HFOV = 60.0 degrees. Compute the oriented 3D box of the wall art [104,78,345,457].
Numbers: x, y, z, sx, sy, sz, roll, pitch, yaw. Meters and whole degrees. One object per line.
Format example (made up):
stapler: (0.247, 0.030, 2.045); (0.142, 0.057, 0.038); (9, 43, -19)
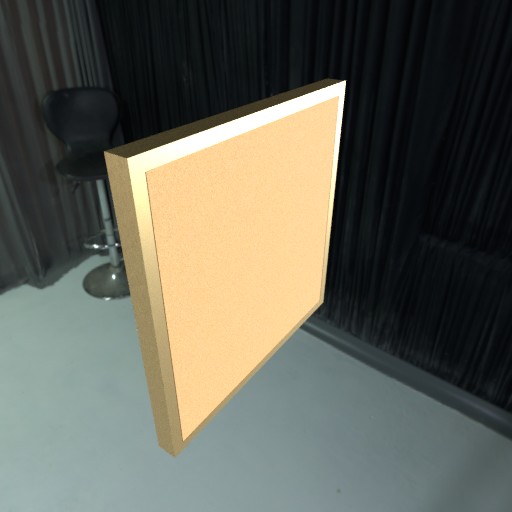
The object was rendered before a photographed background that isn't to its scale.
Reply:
wall art: (0.000, 0.000, 1.961); (0.095, 1.284, 1.284); (21, 37, 30)
